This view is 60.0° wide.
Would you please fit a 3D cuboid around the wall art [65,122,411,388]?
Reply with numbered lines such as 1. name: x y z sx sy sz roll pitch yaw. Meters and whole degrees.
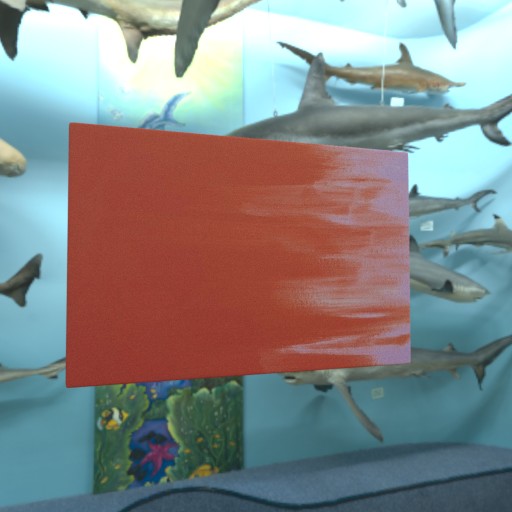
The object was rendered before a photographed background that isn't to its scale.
1. wall art: 0.000 0.000 1.163 0.913 0.609 0.040 1 -2 -17
